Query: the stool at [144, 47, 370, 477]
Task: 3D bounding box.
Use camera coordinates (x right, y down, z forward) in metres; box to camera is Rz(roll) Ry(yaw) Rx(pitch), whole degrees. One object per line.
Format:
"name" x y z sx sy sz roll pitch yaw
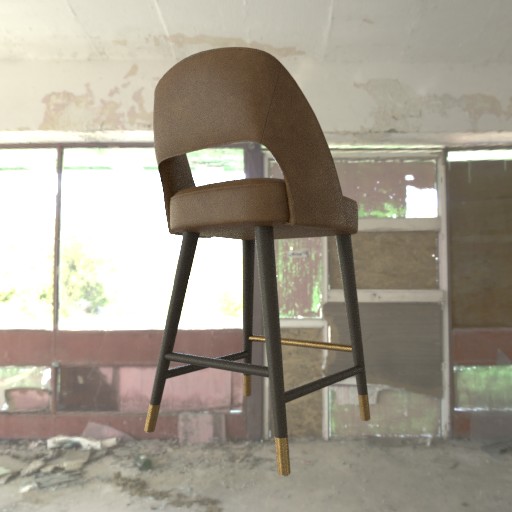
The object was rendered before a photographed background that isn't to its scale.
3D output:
"stool" 0.000 0.000 1.227 0.494 0.940 0.509 -2 -3 36
